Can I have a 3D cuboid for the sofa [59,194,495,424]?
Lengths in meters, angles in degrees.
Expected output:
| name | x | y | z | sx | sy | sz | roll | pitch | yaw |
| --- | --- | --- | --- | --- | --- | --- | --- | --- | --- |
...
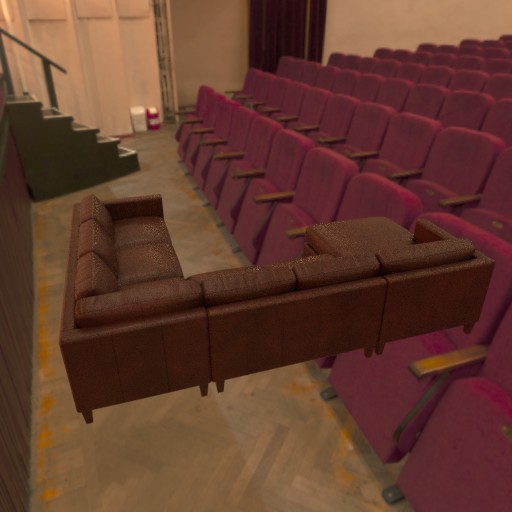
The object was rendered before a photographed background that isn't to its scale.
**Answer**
| name | x | y | z | sx | sy | sz | roll | pitch | yaw |
| --- | --- | --- | --- | --- | --- | --- | --- | --- | --- |
| sofa | 0.000 | 0.000 | 4.306 | 3.324 | 0.891 | 2.452 | -9 | 29 | -16 |
